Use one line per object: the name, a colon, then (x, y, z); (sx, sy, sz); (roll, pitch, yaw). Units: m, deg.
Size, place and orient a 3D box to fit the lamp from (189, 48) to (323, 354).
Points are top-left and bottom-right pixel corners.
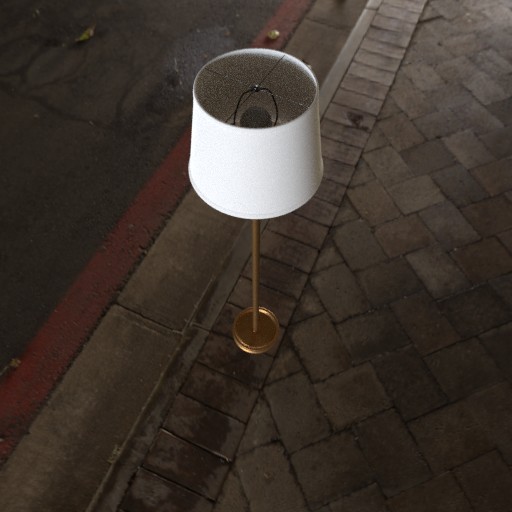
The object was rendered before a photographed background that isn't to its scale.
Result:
lamp: (0.000, 0.000, 0.786); (0.178, 0.710, 0.178); (0, 58, 0)
